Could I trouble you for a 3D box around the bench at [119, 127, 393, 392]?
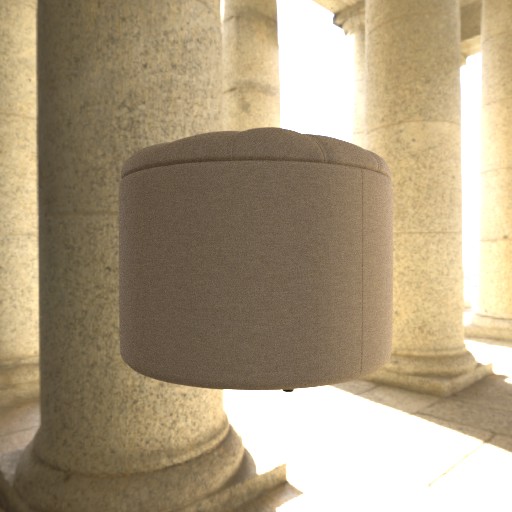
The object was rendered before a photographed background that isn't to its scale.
[{"bbox_3d":[0.000,0.000,1.014,0.600,0.454,0.600,0,0,0],"label":"bench"}]
